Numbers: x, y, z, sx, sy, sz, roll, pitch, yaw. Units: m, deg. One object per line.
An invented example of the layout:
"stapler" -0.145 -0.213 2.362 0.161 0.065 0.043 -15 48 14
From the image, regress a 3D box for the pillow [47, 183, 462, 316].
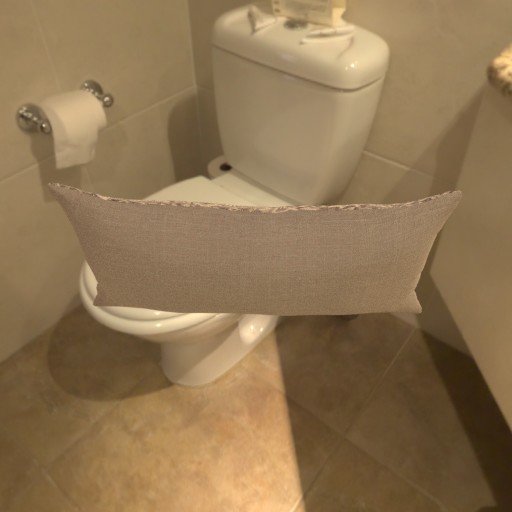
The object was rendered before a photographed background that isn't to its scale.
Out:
"pillow" 0.000 0.000 0.751 0.631 0.290 0.148 1 46 1
